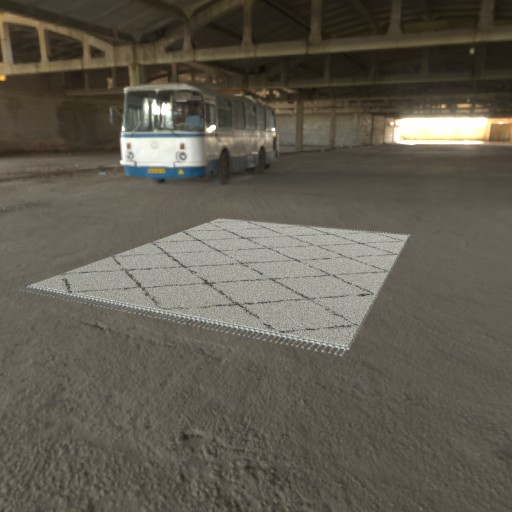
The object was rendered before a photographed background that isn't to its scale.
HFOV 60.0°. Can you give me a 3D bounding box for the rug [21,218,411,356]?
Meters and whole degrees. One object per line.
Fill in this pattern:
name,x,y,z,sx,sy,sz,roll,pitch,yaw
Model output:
rug,0.000,0.000,4.049,2.380,0.013,3.051,7,17,23
